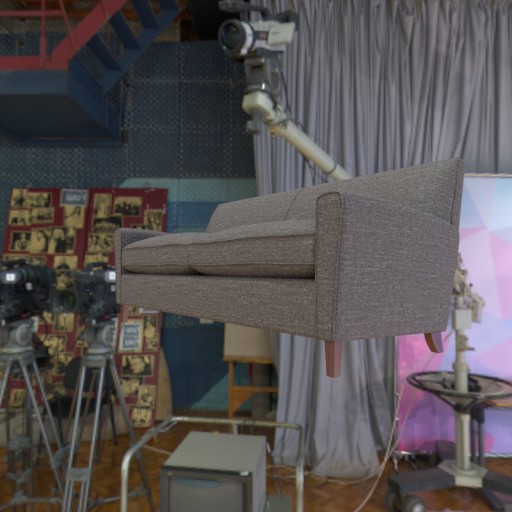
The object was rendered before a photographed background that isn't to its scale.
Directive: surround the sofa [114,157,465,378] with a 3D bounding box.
[{"bbox_3d":[0.000,0.000,2.435,0.875,0.846,1.976,1,-2,-38],"label":"sofa"}]
